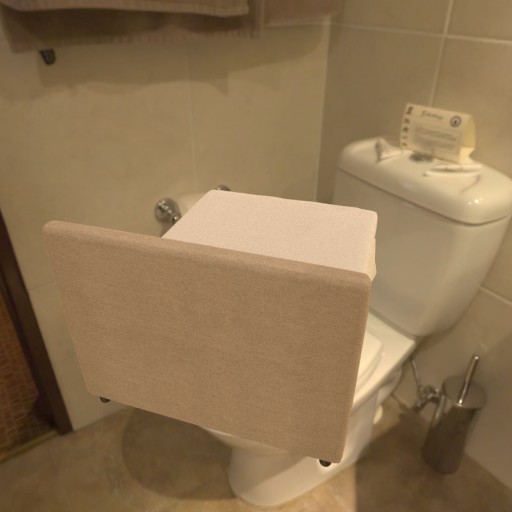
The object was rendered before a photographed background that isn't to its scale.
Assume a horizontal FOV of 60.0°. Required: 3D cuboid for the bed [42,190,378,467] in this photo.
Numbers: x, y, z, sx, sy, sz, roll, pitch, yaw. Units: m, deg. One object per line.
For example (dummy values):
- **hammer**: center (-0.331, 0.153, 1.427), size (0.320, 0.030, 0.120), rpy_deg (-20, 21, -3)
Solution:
- **bed**: center (0.000, 0.000, 3.226), size (1.713, 1.330, 2.162), rpy_deg (10, 33, 15)
